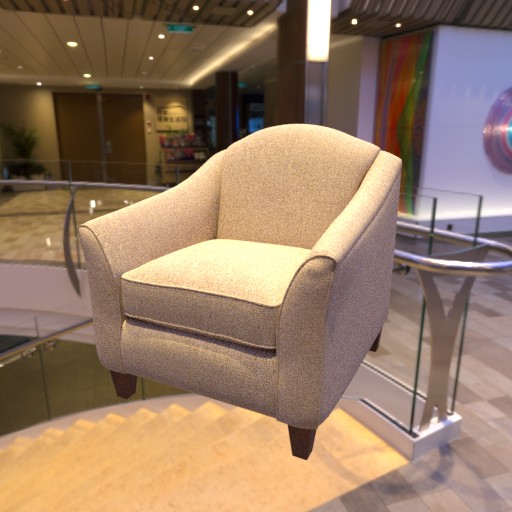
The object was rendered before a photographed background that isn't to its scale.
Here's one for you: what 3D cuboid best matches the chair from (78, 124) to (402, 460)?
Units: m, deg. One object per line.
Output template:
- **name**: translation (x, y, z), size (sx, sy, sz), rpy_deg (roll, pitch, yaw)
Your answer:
- **chair**: translation (0.000, 0.000, 1.446), size (0.763, 0.839, 0.787), rpy_deg (8, 17, 26)
